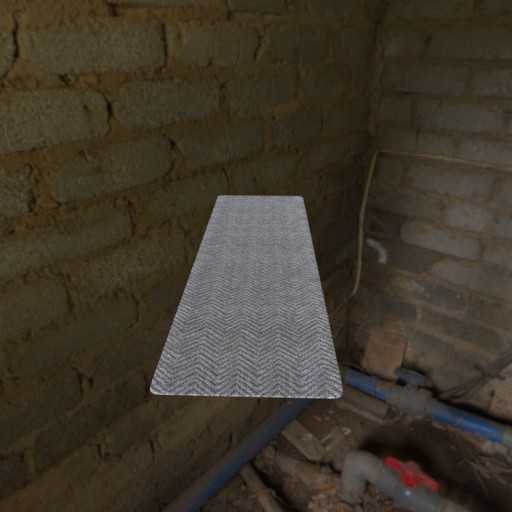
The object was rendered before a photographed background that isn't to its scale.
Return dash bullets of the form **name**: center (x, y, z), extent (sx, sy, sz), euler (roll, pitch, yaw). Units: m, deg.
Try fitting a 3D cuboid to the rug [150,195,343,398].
- **rug**: center (0.000, 0.000, 2.578), extent (0.686, 0.008, 2.286), euler (1, 25, 2)
